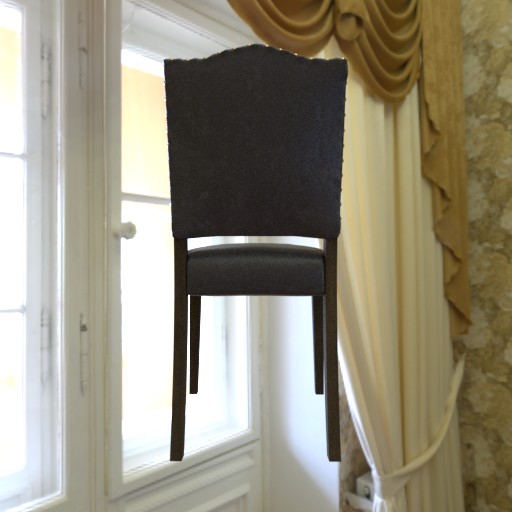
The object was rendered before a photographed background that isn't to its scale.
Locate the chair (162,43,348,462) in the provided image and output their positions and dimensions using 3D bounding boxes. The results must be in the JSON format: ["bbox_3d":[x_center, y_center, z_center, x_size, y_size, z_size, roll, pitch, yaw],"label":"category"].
[{"bbox_3d":[0.000,0.000,1.325,0.500,0.991,0.633,0,-1,0],"label":"chair"}]
